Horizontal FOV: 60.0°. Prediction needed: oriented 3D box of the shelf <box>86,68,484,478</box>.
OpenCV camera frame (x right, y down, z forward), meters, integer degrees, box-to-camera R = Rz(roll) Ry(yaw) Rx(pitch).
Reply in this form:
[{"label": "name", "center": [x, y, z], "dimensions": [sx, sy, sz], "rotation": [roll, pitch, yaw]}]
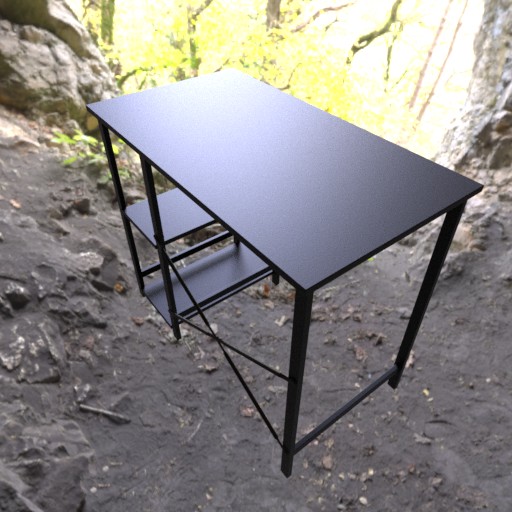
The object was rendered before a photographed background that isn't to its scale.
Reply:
[{"label": "shelf", "center": [0.000, 0.000, 1.317], "dimensions": [0.498, 0.749, 0.902], "rotation": [-27, 48, -27]}]
